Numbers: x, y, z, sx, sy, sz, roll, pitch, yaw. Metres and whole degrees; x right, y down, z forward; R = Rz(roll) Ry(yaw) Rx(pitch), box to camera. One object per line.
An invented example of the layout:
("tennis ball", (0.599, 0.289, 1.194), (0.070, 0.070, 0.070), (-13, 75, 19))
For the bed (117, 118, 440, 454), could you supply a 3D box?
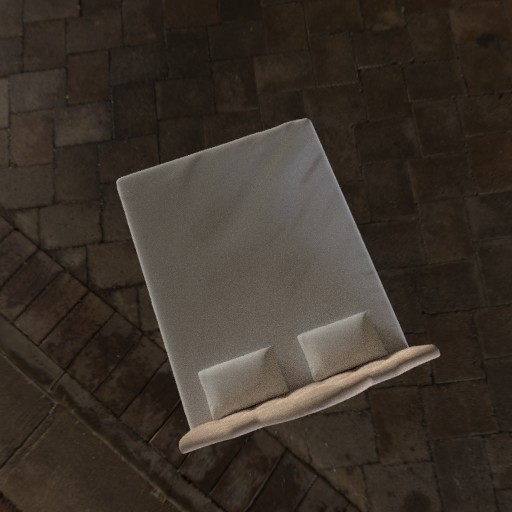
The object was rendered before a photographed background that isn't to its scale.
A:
("bed", (0.000, 0.000, 2.969), (1.667, 1.194, 1.970), (-19, 77, -5))
